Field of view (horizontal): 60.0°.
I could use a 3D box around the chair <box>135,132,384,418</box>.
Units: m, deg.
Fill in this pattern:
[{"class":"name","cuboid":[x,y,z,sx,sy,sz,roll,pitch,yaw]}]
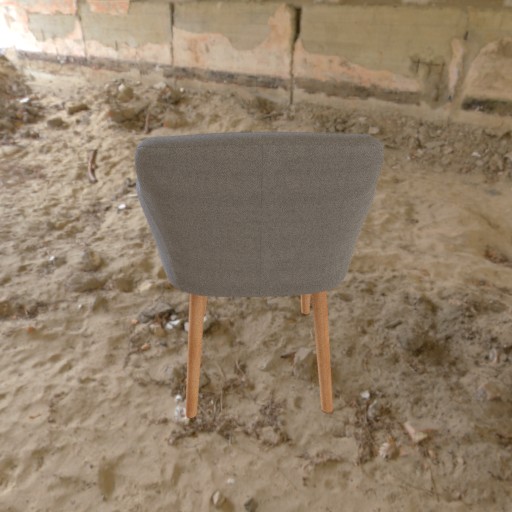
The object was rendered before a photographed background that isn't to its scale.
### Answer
[{"class":"chair","cuboid":[0.000,0.000,1.186,0.570,0.780,0.540,-1,30,-2]}]
